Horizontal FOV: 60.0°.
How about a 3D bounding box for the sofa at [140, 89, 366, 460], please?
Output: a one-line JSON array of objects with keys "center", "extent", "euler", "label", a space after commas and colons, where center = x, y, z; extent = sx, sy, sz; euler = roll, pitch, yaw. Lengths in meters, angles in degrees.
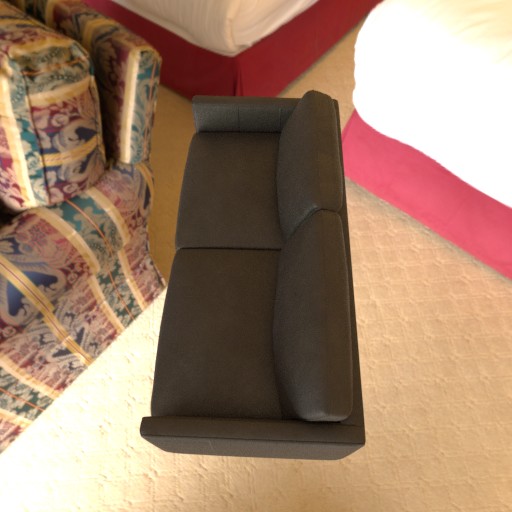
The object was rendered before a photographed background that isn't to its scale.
[{"center": [0.000, 0.000, 2.412], "extent": [0.933, 0.863, 1.971], "euler": [2, 60, 1], "label": "sofa"}]
